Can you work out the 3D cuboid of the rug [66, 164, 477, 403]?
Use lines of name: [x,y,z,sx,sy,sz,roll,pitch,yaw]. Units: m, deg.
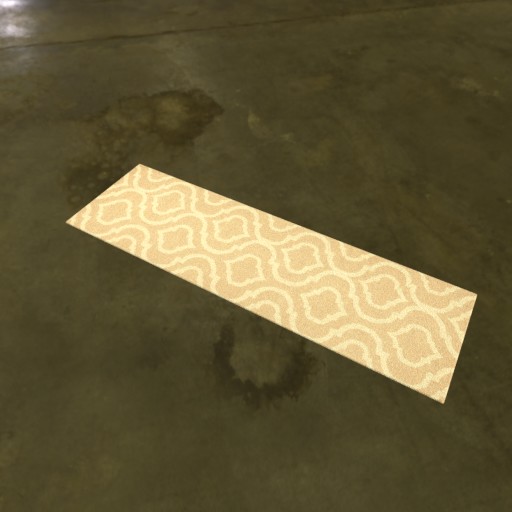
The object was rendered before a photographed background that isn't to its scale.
rug: [0.000,0.000,2.519,2.289,0.013,0.691,23,52,20]
